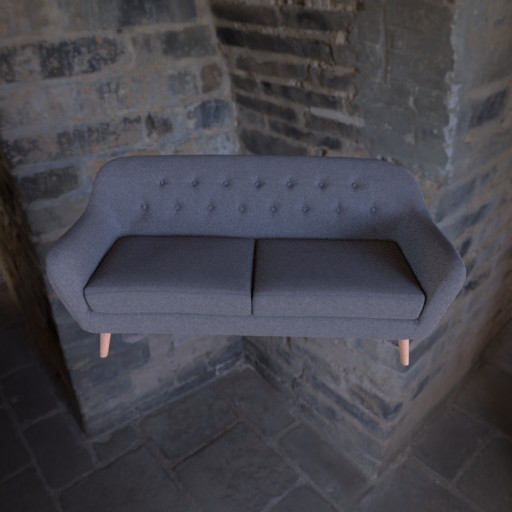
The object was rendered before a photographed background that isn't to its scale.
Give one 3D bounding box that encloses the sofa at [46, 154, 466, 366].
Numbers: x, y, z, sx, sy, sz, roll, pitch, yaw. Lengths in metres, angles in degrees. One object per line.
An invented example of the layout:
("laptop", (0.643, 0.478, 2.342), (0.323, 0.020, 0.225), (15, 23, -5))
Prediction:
("sofa", (0.000, 0.000, 2.290), (1.840, 0.820, 0.820), (1, 31, 2))
